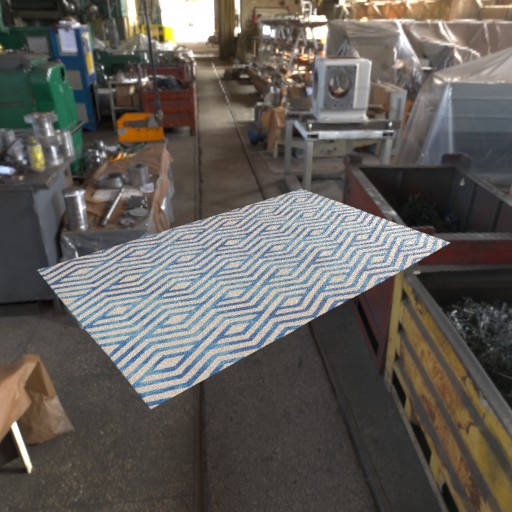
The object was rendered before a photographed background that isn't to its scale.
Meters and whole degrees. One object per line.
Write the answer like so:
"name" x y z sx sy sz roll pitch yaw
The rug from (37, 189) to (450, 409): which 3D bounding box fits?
"rug" 0.000 0.000 3.066 2.439 0.008 1.531 -22 35 -35
